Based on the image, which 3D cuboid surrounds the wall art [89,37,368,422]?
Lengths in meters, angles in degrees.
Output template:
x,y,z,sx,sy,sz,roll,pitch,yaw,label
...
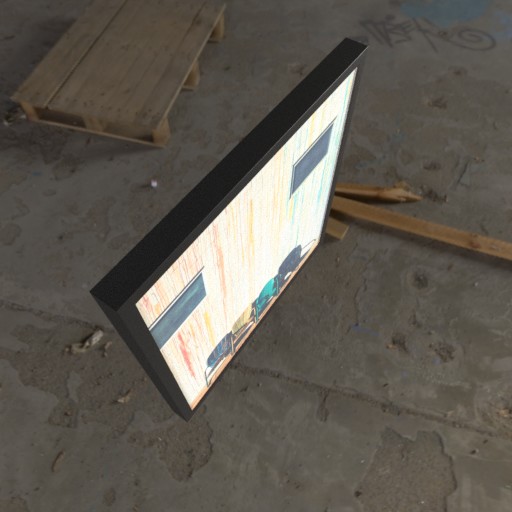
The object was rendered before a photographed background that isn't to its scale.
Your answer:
x,y,z,sx,sy,sz,roll,pitch,yaw,label
0.000,0.000,0.745,0.037,0.506,0.506,31,63,18,wall art
